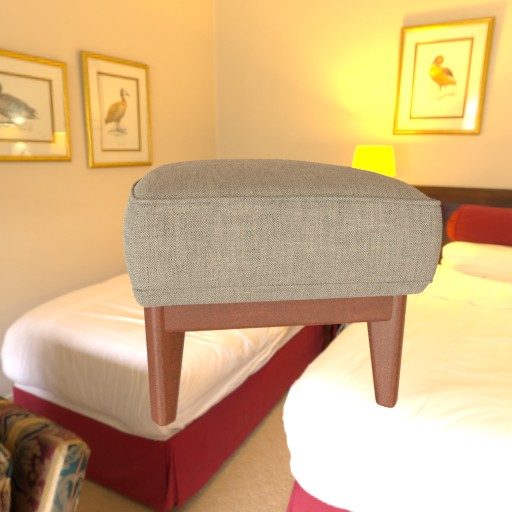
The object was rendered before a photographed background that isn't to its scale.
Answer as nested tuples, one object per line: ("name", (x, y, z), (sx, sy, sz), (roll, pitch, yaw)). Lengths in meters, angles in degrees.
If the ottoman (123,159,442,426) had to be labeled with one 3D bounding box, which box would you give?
("ottoman", (0.000, 0.000, 1.090), (0.555, 0.458, 0.750), (-2, 14, -7))
